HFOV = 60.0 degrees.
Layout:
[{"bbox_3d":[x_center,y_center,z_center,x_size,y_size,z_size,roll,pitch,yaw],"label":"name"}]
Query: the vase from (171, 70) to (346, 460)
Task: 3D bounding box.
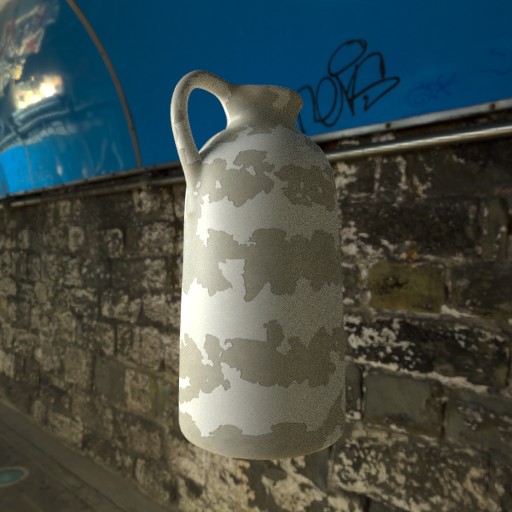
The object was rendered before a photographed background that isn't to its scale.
[{"bbox_3d":[0.000,0.000,0.496,0.203,0.382,0.186,0,1,-35],"label":"vase"}]
